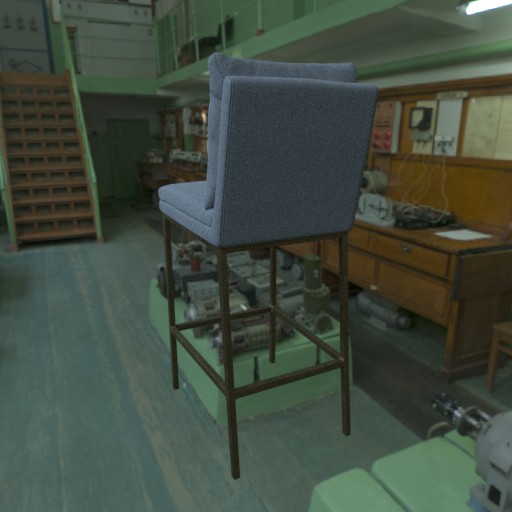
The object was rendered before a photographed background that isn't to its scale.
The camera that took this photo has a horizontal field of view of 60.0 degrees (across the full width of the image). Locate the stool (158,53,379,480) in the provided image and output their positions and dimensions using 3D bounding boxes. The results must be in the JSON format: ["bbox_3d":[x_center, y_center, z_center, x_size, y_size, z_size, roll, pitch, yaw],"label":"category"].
[{"bbox_3d":[0.000,0.000,1.420,0.463,1.130,0.569,-8,18,-26],"label":"stool"}]
